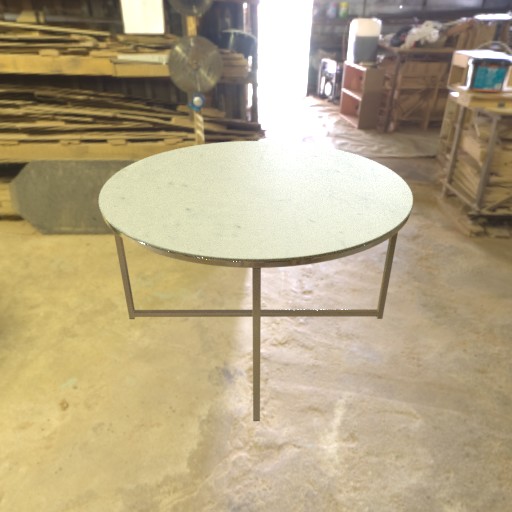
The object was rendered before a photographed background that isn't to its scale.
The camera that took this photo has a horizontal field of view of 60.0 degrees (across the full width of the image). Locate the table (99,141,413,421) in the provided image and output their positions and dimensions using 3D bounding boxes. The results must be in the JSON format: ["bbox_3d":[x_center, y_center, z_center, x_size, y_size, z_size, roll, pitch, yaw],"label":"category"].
[{"bbox_3d":[0.000,0.000,1.290,0.800,0.450,0.800,0,30,0],"label":"table"}]
